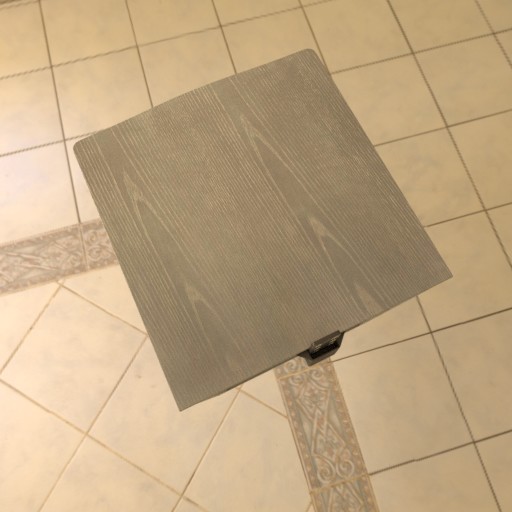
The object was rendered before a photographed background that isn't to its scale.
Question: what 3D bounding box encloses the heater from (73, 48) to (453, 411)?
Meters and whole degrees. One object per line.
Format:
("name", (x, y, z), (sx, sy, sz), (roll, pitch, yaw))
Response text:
("heater", (0.000, 0.000, 0.759), (0.362, 0.481, 0.400), (-25, 76, -7))
